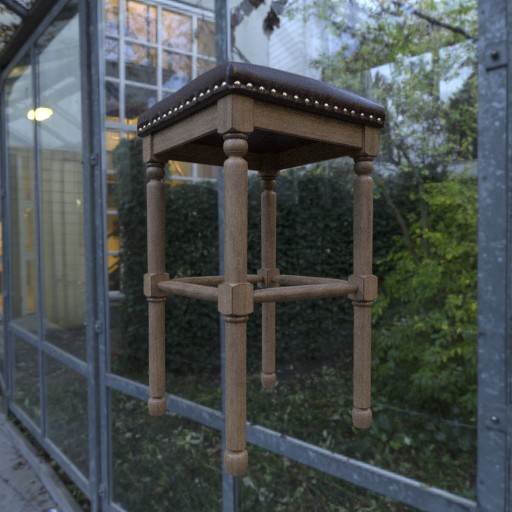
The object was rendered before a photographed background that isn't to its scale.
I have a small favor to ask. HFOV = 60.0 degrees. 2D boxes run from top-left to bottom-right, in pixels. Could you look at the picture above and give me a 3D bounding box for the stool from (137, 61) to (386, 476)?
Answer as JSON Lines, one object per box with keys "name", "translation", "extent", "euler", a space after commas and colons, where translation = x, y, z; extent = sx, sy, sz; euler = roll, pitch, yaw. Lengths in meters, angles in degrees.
{"name": "stool", "translation": [0.000, 0.000, 0.945], "extent": [0.383, 0.702, 0.382], "euler": [-1, 2, -36]}
